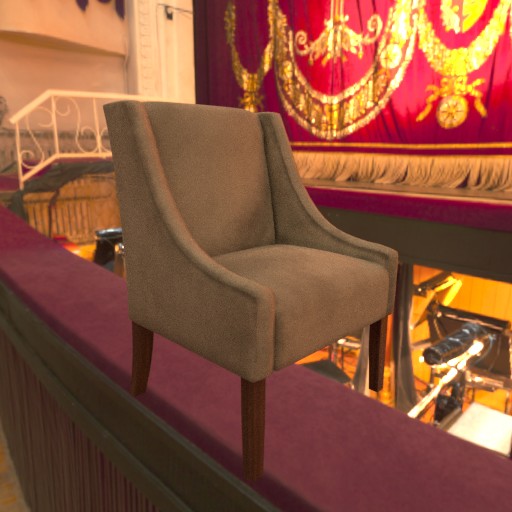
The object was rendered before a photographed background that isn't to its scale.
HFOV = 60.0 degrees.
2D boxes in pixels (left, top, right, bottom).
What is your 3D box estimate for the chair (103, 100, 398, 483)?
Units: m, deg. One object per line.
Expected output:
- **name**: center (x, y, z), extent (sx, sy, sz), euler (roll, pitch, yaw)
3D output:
- **chair**: center (0.000, 0.000, 1.335), extent (0.629, 0.895, 0.629), euler (13, 19, 43)
